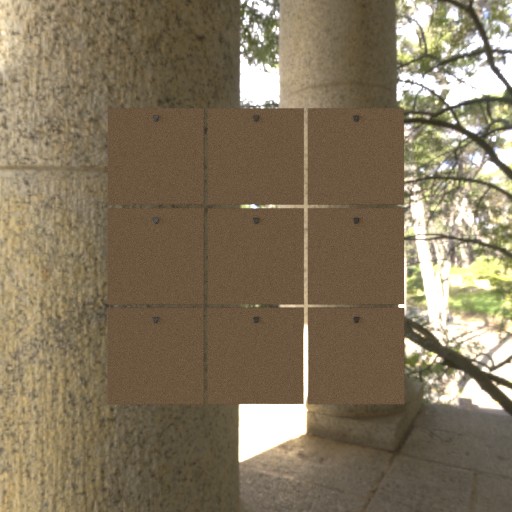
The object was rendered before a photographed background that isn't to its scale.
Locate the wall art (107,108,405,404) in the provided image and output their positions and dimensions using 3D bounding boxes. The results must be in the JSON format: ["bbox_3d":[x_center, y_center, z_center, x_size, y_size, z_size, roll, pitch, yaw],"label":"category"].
[{"bbox_3d":[0.000,0.000,1.825,1.221,1.218,0.019,0,0,0],"label":"wall art"}]
